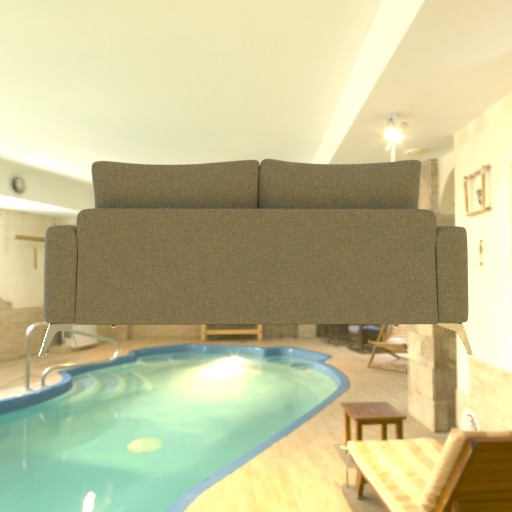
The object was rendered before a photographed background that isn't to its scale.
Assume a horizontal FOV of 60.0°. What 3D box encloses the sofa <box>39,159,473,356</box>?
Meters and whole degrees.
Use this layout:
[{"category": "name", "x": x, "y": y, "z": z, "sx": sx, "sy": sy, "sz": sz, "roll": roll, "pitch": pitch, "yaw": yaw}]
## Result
[{"category": "sofa", "x": 0.000, "y": 0.000, "z": 2.129, "sx": 1.650, "sy": 0.790, "sz": 0.920, "roll": 0, "pitch": -2, "yaw": -1}]
